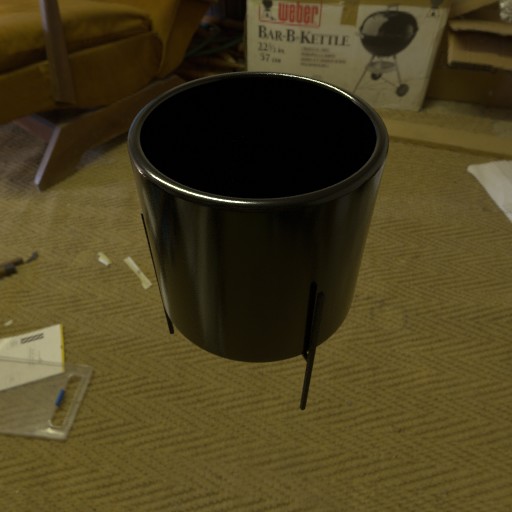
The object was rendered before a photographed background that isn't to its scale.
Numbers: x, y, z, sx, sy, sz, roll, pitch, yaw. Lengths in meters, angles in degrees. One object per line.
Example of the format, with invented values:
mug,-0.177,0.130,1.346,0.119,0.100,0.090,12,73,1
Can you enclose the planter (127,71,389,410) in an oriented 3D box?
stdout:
planter,0.000,0.000,0.666,0.310,0.432,0.310,-9,47,-9
